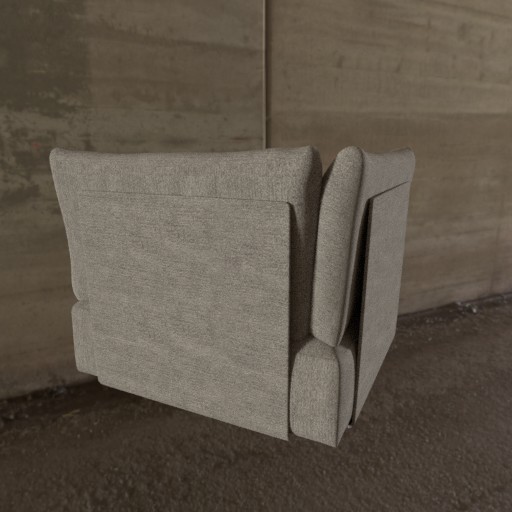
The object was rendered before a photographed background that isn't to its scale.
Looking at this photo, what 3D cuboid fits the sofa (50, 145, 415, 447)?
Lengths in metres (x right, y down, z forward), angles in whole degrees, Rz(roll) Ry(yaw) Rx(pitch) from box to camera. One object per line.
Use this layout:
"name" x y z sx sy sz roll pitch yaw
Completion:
"sofa" 0.000 0.000 1.703 1.000 0.820 1.000 7 15 25
